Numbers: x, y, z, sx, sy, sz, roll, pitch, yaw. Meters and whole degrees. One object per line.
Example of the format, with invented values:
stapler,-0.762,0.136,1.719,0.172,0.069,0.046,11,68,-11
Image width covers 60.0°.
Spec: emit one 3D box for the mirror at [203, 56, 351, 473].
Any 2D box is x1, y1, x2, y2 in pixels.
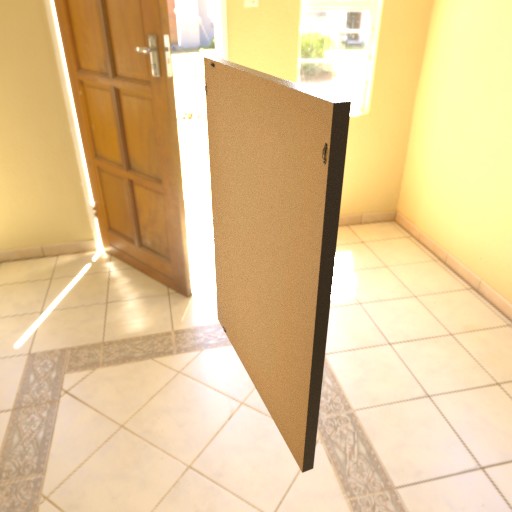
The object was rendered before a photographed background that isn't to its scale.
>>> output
mirror,0.000,0.000,1.319,0.041,1.016,0.762,-12,32,-19
